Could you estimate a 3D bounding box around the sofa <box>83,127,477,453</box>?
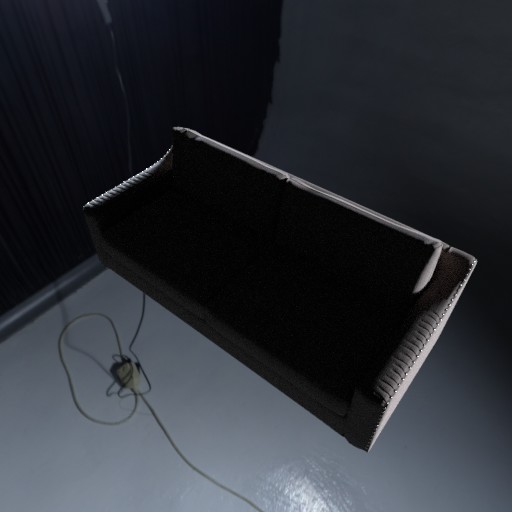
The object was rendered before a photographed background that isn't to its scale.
[{"bbox_3d":[0.000,0.000,2.743,2.208,0.857,1.000,30,52,26],"label":"sofa"}]
